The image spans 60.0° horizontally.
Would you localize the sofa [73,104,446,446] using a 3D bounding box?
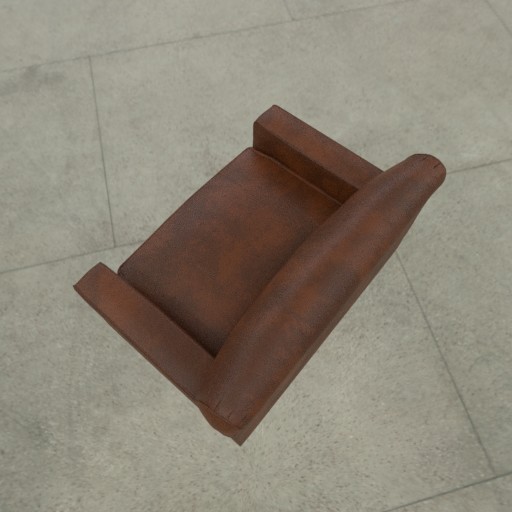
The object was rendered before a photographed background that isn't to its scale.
[{"bbox_3d":[0.000,0.000,2.134,1.000,0.956,1.413,37,69,16],"label":"sofa"}]
